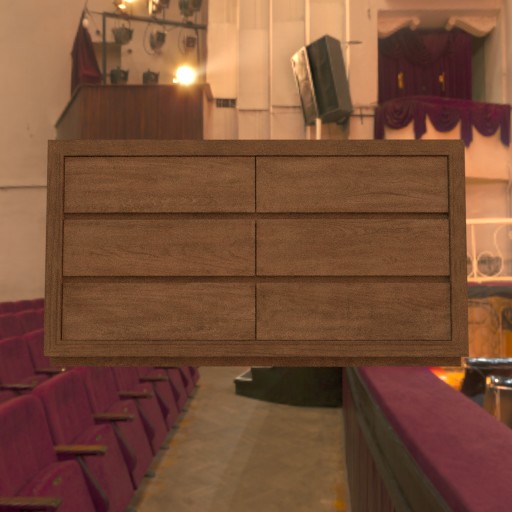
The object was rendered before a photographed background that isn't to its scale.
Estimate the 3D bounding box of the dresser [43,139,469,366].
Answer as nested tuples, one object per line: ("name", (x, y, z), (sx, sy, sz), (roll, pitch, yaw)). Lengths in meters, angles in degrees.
("dresser", (0.000, 0.000, 1.950), (1.628, 0.889, 0.483), (0, -2, 0))
